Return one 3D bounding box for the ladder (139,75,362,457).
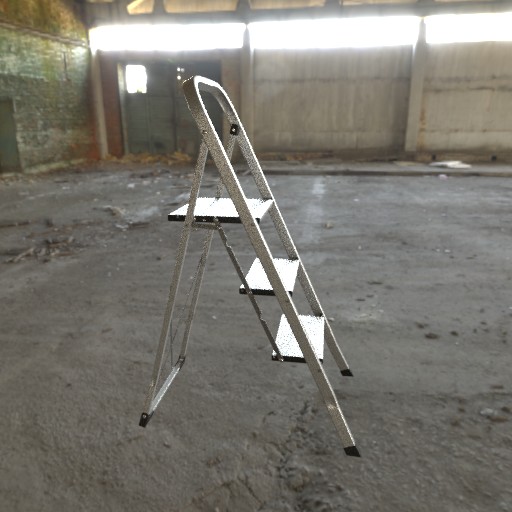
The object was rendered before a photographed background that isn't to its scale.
[{"bbox_3d":[0.000,0.000,1.424,0.704,1.070,0.465,3,17,9],"label":"ladder"}]
